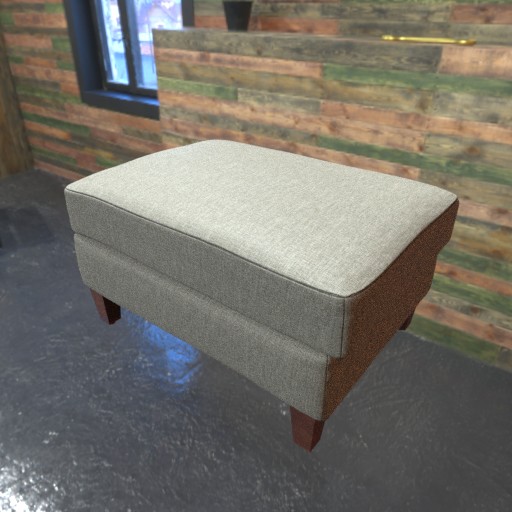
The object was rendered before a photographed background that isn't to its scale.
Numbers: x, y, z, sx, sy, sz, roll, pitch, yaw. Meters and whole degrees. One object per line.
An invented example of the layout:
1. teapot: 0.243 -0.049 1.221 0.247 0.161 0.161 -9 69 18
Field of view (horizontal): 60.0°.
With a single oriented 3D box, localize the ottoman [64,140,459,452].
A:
1. ottoman: 0.000 0.000 1.242 0.873 0.494 0.639 21 36 32
